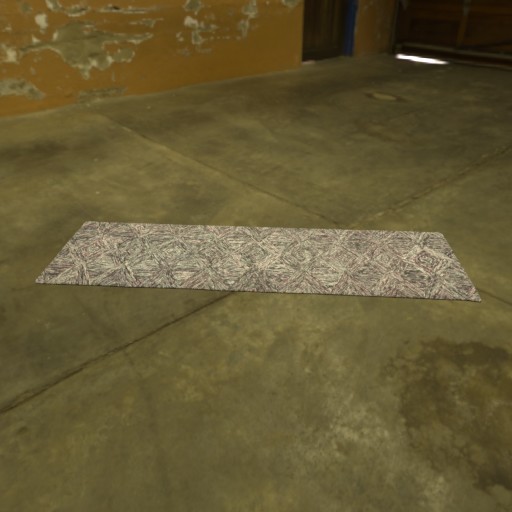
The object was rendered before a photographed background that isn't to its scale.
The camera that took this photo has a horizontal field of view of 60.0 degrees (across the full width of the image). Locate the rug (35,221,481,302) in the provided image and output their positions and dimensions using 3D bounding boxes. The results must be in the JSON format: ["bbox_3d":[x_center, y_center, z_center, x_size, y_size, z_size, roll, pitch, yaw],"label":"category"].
[{"bbox_3d":[0.000,0.000,2.564,2.305,0.013,0.719,2,32,3],"label":"rug"}]
